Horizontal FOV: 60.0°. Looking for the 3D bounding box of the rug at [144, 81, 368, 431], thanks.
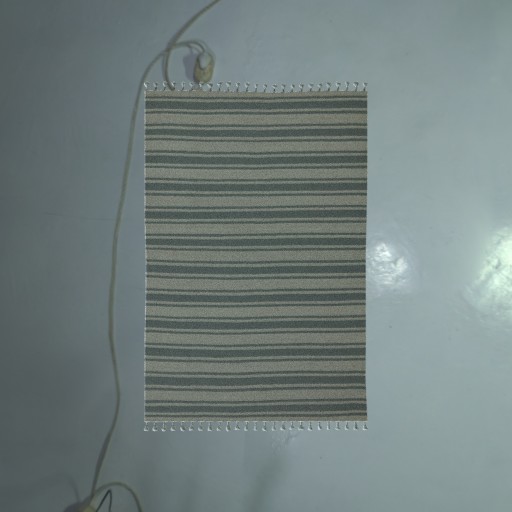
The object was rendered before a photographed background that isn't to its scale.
[{"bbox_3d":[0.000,0.000,3.053,1.539,0.011,2.410,0,90,0],"label":"rug"}]
